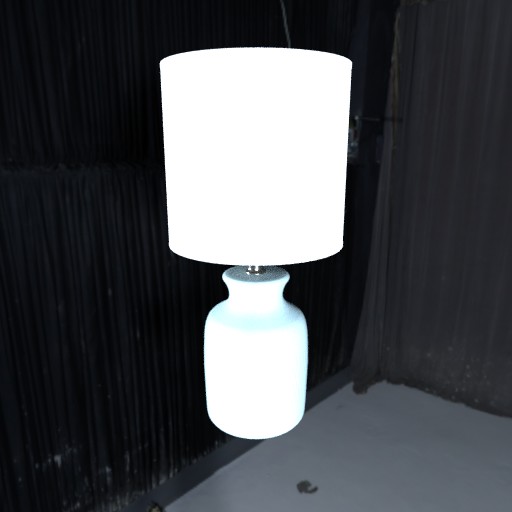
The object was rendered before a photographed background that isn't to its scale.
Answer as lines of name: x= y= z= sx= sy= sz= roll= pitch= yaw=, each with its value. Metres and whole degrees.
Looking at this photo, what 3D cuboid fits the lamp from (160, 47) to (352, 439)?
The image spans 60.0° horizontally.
lamp: x=0.000 y=0.000 z=1.096 sx=0.418 sy=0.871 sz=0.418 roll=14 pitch=20 yaw=42
